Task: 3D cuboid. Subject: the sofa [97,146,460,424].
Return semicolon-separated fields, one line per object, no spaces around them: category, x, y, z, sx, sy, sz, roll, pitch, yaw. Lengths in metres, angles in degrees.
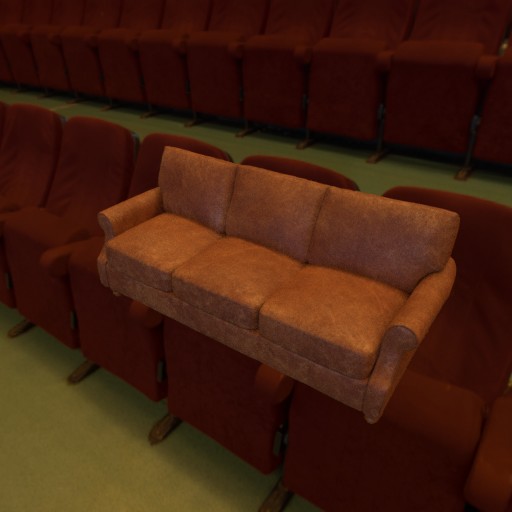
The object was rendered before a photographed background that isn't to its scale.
sofa;0.000;0.000;2.922;2.351;0.977;0.973;19;35;30
